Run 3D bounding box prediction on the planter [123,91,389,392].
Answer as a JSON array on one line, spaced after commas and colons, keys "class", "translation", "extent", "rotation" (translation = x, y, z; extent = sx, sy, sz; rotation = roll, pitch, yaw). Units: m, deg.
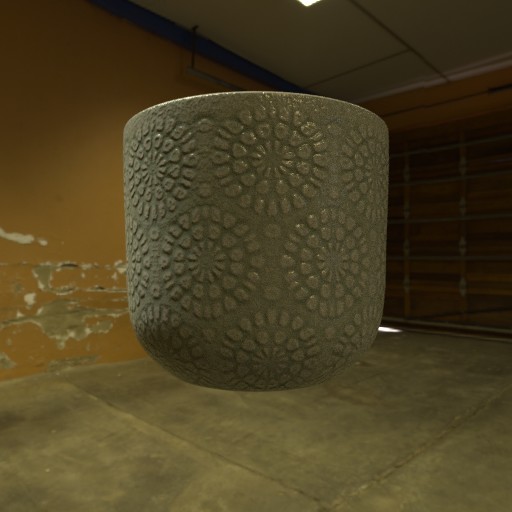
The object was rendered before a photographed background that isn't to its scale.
[{"class": "planter", "translation": [0.000, 0.000, 0.293], "extent": [0.169, 0.153, 0.169], "rotation": [0, -2, 0]}]
